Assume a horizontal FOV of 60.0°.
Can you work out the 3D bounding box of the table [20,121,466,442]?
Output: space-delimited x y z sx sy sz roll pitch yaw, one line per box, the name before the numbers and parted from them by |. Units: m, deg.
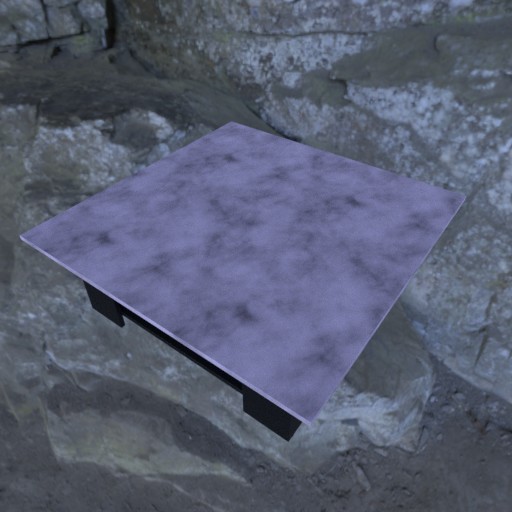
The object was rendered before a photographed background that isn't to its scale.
table | 0.000 0.000 1.336 0.890 0.305 0.890 26 47 27
